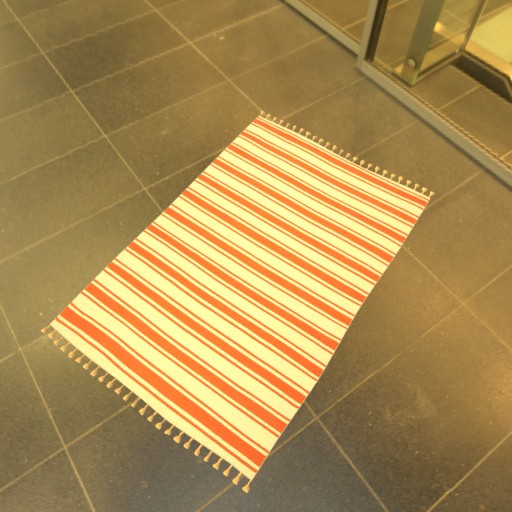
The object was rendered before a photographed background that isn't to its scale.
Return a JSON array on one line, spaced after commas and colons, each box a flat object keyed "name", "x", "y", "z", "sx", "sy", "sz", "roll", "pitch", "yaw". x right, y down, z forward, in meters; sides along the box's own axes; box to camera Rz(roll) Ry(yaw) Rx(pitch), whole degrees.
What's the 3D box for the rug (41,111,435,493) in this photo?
[{"name": "rug", "x": 0.000, "y": 0.000, "z": 3.006, "sx": 1.556, "sy": 0.022, "sz": 2.433, "roll": 31, "pitch": 64, "yaw": 17}]
